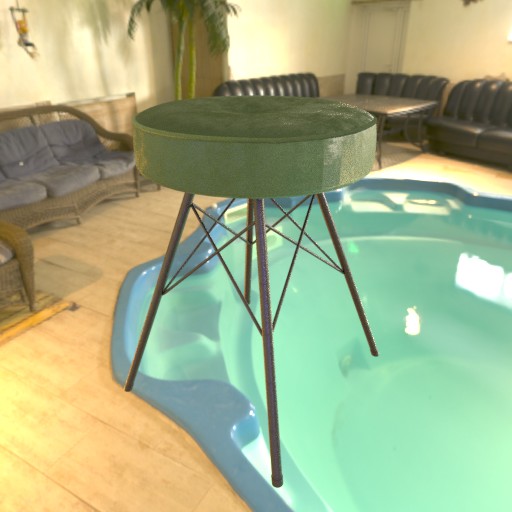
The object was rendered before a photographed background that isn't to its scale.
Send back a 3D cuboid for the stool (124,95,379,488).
[{"bbox_3d":[0.000,0.000,0.912,0.430,0.595,0.457,18,31,32],"label":"stool"}]
